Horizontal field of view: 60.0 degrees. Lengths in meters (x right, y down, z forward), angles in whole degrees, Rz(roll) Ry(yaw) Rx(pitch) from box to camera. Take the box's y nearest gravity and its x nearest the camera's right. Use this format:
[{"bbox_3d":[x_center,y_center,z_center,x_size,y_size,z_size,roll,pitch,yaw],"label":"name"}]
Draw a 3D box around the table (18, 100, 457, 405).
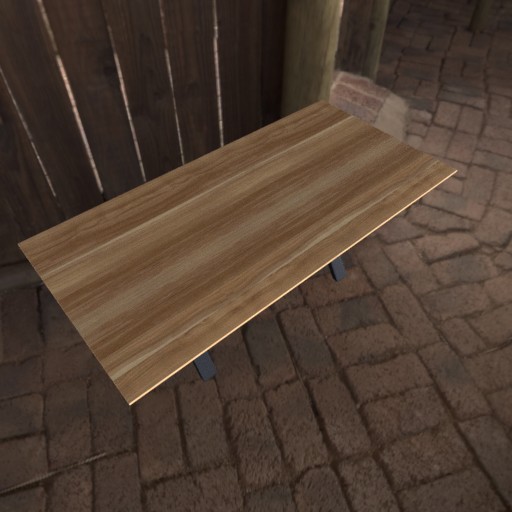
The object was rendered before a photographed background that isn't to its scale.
[{"bbox_3d":[0.000,0.000,2.483,2.000,0.770,1.000,-33,55,-26],"label":"table"}]
